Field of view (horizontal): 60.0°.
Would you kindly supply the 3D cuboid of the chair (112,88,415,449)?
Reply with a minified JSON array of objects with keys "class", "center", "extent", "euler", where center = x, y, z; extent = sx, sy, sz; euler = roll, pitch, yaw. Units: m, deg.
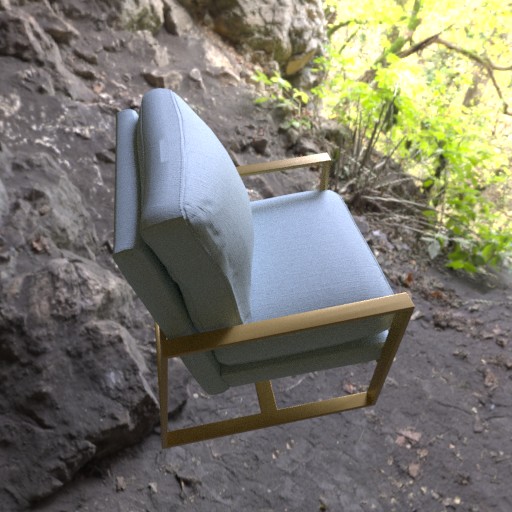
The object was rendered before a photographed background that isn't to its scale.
[{"class":"chair","center":[0.000,0.000,1.476],"extent":[0.813,0.956,0.758],"euler":[-8,47,-8]}]
